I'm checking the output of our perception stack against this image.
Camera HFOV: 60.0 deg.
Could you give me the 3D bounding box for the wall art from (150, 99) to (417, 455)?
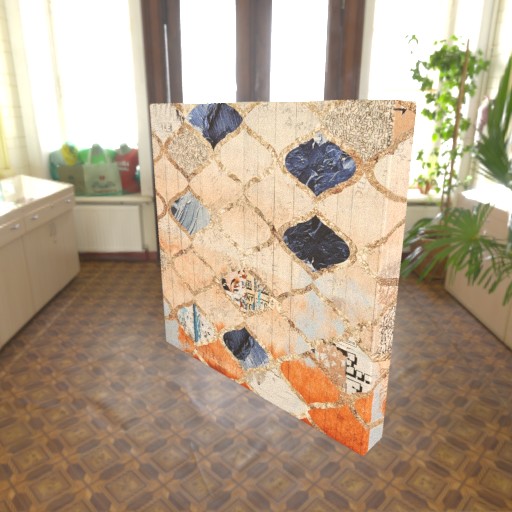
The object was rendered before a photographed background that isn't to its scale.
[{"bbox_3d":[0.000,0.000,0.463,0.303,0.304,0.036,17,24,41],"label":"wall art"}]
